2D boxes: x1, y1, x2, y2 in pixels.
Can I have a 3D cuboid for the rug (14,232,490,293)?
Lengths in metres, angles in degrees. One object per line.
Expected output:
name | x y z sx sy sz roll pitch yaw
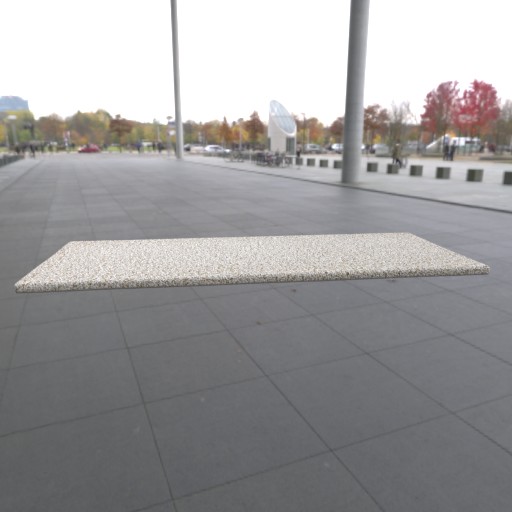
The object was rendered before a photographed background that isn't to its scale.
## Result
rug | 0.000 0.000 1.691 1.524 0.030 0.609 -2 14 -7
